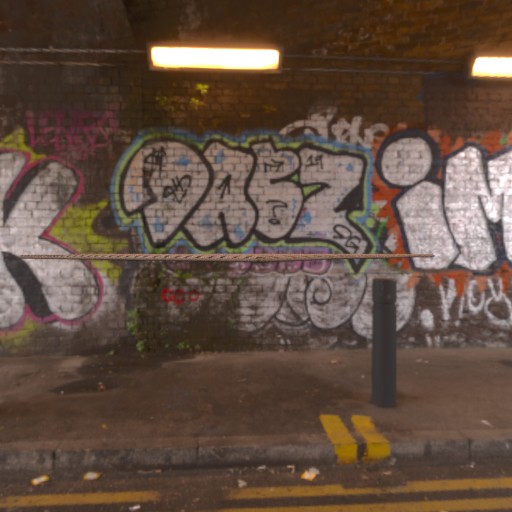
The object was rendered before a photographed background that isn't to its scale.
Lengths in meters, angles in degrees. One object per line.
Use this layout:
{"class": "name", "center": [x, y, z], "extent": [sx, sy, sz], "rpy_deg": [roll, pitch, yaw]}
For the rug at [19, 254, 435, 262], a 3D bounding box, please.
{"class": "rug", "center": [0.000, 0.000, 3.159], "extent": [1.829, 0.028, 2.449], "rpy_deg": [0, 1, 36]}
